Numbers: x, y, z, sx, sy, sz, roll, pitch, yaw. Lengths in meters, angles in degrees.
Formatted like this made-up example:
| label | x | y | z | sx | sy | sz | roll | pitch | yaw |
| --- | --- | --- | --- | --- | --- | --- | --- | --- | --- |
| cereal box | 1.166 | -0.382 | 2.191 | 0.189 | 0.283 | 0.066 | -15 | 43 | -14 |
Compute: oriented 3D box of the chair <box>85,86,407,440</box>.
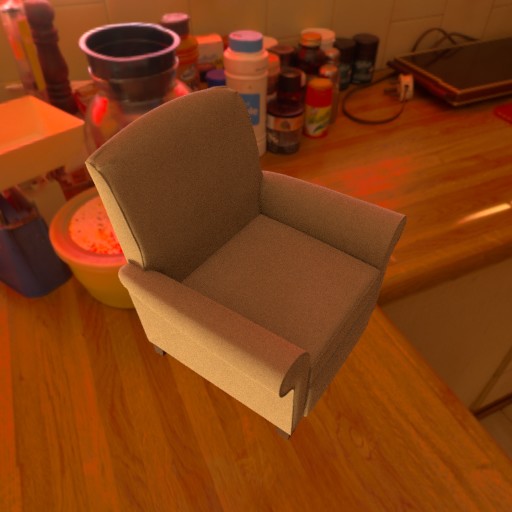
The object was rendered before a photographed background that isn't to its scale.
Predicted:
| label | x | y | z | sx | sy | sz | roll | pitch | yaw |
| --- | --- | --- | --- | --- | --- | --- | --- | --- | --- |
| chair | 0.000 | 0.000 | 1.809 | 0.905 | 1.061 | 0.978 | 26 | 49 | 25 |
